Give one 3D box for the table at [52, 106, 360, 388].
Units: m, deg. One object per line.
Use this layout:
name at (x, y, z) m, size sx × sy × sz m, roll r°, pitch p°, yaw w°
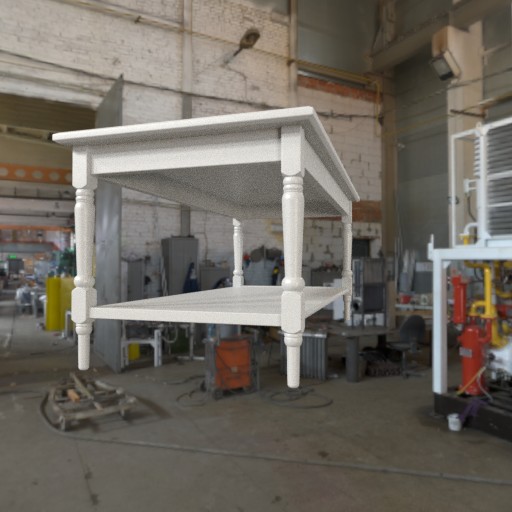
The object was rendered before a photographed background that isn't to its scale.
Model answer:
table at (0.000, 0.000, 1.373) m, size 0.551 × 0.506 × 1.109 m, roll 0°, pitch -1°, yaw 17°
